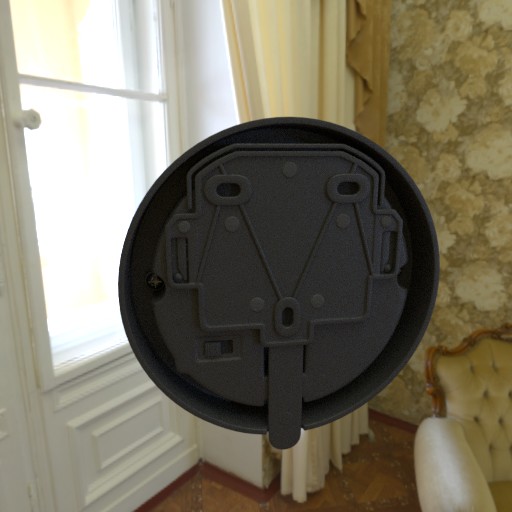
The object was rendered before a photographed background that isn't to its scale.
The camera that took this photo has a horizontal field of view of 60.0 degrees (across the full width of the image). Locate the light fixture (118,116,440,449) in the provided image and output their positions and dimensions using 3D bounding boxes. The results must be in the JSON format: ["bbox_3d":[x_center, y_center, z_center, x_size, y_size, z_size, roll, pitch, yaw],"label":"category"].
[{"bbox_3d":[0.000,0.000,0.258,0.134,0.143,0.160,-2,13,-9],"label":"light fixture"}]
